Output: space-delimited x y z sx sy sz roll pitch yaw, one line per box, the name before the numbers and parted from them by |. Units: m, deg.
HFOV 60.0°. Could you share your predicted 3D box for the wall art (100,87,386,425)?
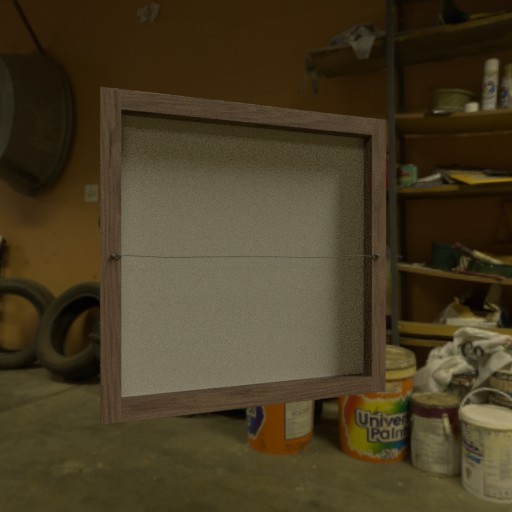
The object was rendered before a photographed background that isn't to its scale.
wall art | 0.000 0.000 0.918 0.609 0.613 0.041 0 0 -19
